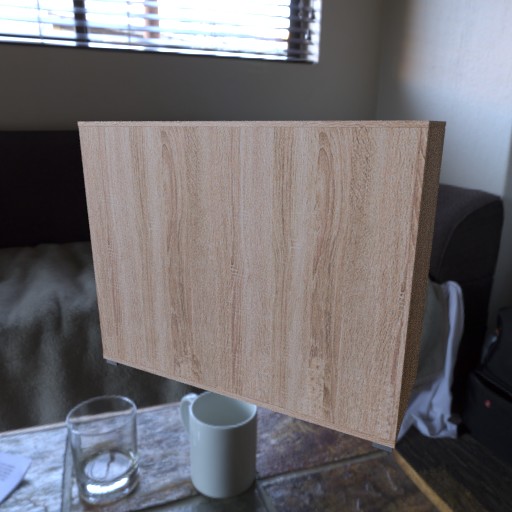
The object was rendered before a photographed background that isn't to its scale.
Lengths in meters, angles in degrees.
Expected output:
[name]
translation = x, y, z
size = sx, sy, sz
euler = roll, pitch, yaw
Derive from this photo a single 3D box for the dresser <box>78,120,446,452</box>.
[dresser]
translation = 0.000, 0.000, 1.551
size = 1.100, 0.900, 0.450
euler = 8, 18, 26
